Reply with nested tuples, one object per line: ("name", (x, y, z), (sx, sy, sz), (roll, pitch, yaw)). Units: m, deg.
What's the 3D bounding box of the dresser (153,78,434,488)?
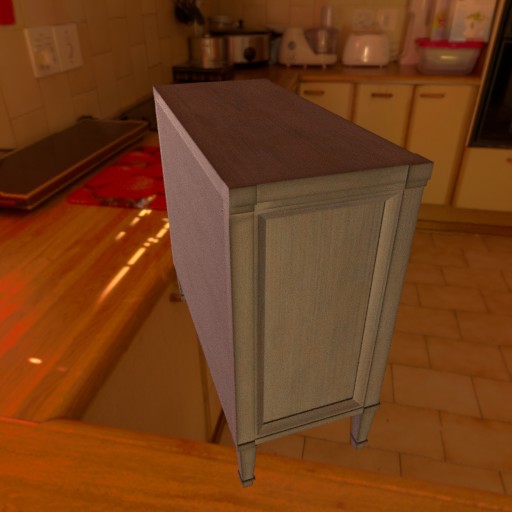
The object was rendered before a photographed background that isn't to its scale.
("dresser", (0.000, 0.000, 1.561), (0.463, 0.986, 1.049), (-10, 33, -16))
